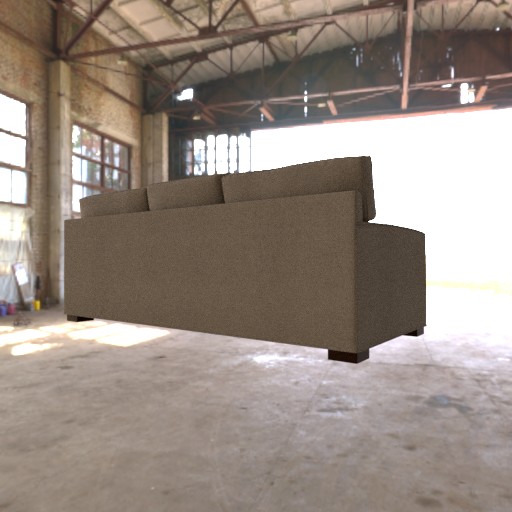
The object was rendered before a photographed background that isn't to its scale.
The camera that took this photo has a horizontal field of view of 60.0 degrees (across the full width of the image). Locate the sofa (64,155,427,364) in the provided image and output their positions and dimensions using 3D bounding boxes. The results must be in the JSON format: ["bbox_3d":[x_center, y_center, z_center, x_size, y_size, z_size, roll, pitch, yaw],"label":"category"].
[{"bbox_3d":[0.000,0.000,2.917,2.087,0.861,1.496,0,-1,37],"label":"sofa"}]
